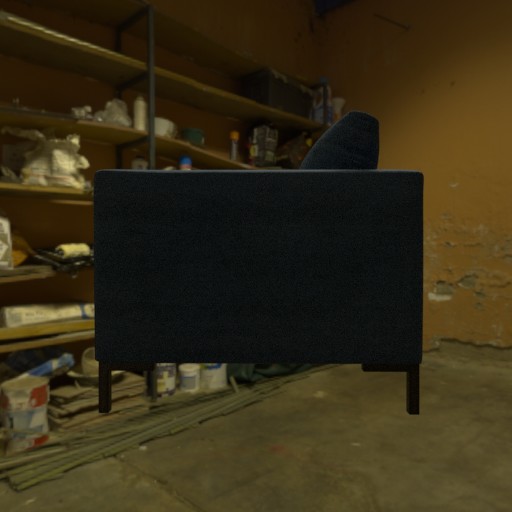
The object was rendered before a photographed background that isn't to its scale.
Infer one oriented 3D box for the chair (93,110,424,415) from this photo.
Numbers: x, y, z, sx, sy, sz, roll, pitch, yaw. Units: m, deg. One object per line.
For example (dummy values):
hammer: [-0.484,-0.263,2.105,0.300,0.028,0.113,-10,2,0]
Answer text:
chair: [0.000,0.000,1.589,0.875,0.812,0.964,0,0,1]
